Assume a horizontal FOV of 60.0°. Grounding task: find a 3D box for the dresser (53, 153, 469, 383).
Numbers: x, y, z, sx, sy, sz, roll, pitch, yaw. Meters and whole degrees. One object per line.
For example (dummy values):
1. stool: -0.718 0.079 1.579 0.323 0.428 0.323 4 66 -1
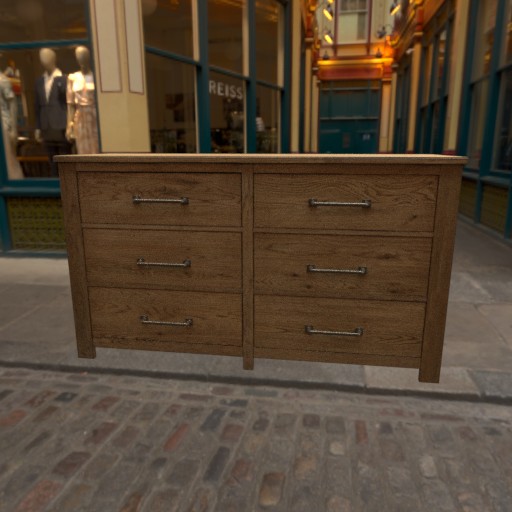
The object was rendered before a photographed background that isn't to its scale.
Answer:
1. dresser: 0.000 0.000 2.099 1.657 0.932 0.563 2 14 8
